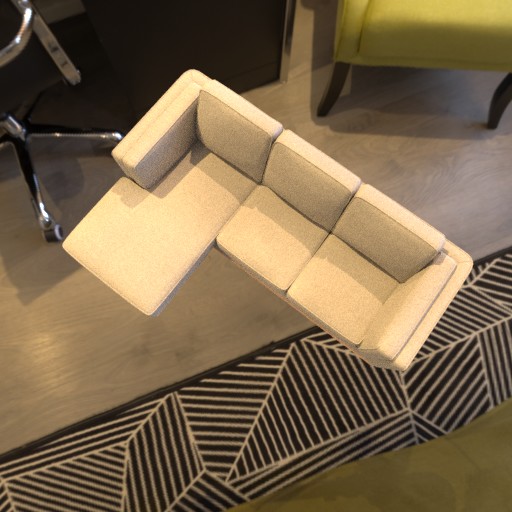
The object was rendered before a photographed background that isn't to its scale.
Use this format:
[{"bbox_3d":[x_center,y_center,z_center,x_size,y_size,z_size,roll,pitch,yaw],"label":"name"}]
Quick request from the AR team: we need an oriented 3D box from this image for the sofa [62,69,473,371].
[{"bbox_3d":[0.000,0.000,3.147,2.411,0.929,1.604,36,79,8],"label":"sofa"}]
